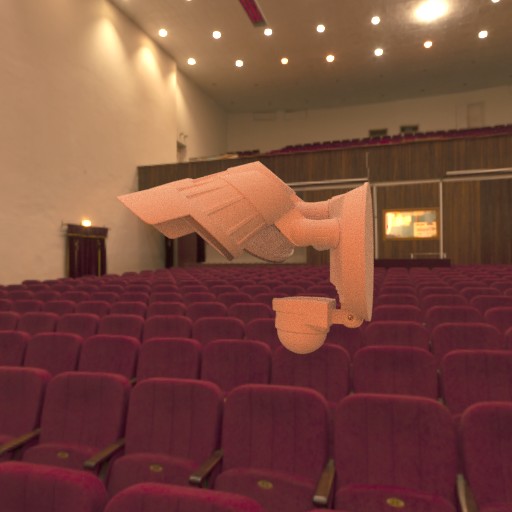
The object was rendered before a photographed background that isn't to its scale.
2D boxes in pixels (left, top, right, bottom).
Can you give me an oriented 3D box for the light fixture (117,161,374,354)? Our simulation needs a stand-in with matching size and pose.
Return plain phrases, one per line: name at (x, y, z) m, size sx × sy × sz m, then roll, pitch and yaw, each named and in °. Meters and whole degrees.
light fixture at (0.000, 0.000, 0.558) m, size 0.278 × 0.237 × 0.369 m, roll 0°, pitch -2°, yaw 18°
